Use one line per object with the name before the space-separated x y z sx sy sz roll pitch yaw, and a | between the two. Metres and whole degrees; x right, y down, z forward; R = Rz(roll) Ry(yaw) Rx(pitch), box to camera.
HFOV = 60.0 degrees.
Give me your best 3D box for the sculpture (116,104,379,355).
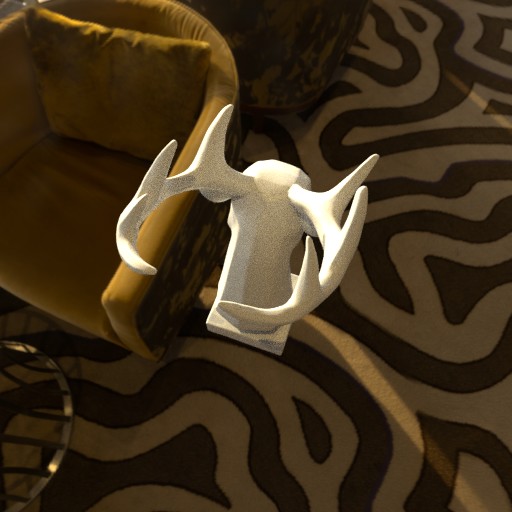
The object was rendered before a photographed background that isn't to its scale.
sculpture | 0.000 0.000 0.456 0.174 0.329 0.224 18 65 9
